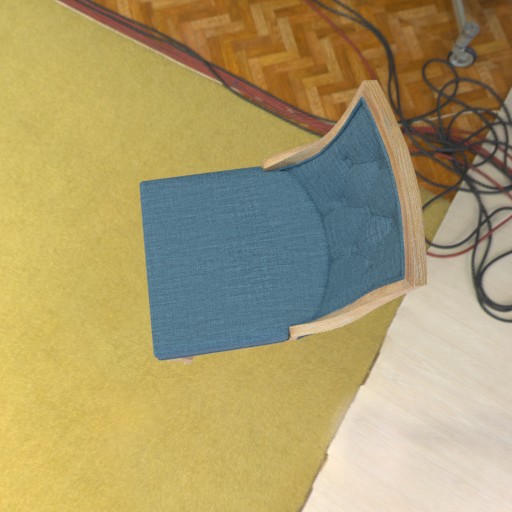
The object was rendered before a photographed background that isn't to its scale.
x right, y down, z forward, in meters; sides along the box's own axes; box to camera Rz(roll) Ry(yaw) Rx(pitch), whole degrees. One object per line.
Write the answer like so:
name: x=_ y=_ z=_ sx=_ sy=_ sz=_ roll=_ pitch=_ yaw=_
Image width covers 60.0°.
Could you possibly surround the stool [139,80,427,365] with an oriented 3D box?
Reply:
stool: x=0.000 y=0.000 z=1.299 sx=0.626 sy=0.938 sz=0.524 roll=-8 pitch=76 yaw=-2
